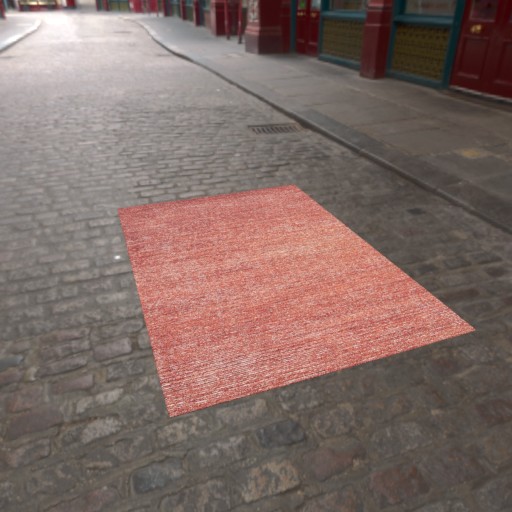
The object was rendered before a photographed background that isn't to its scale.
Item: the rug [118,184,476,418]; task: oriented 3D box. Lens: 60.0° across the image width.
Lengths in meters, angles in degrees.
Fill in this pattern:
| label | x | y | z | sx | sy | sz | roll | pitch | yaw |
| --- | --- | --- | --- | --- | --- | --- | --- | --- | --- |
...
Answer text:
| label | x | y | z | sx | sy | sz | roll | pitch | yaw |
| --- | --- | --- | --- | --- | --- | --- | --- | --- | --- |
| rug | 0.000 | 0.000 | 5.214 | 2.803 | 0.025 | 3.965 | -10 | 31 | -18 |
